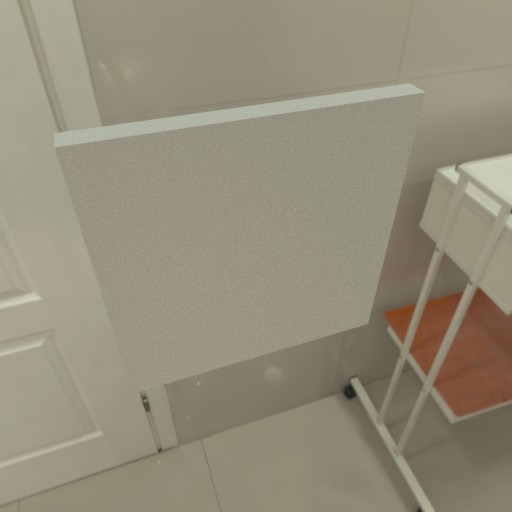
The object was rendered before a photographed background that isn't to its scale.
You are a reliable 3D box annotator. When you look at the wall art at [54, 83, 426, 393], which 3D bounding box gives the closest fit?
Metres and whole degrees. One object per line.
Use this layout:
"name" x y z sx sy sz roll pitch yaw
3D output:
"wall art" 0.000 0.000 0.527 0.355 0.355 0.027 -13 42 -15
